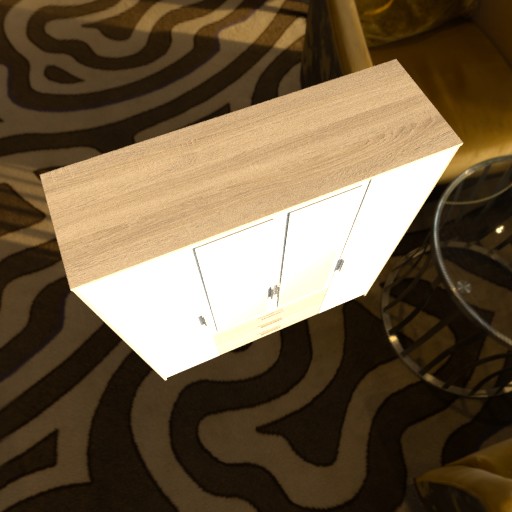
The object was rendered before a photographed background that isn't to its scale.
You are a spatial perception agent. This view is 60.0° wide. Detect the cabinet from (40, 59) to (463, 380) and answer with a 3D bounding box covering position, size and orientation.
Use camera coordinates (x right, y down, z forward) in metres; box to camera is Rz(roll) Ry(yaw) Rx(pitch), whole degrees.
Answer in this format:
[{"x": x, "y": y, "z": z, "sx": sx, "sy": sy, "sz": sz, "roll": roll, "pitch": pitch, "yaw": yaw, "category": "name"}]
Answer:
[{"x": 0.000, "y": 0.000, "z": 2.976, "sx": 1.870, "sy": 2.060, "sz": 0.620, "roll": -21, "pitch": 66, "yaw": -10, "category": "cabinet"}]
